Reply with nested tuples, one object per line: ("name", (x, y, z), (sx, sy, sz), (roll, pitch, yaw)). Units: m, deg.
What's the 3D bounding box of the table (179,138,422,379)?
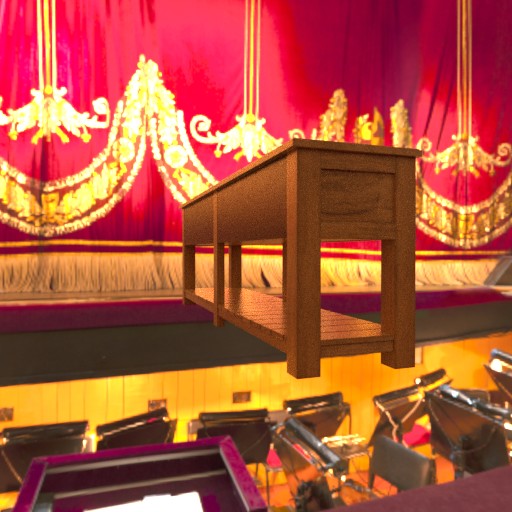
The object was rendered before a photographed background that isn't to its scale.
("table", (0.000, 0.000, 2.077), (0.425, 0.635, 1.815), (0, 1, -19))
